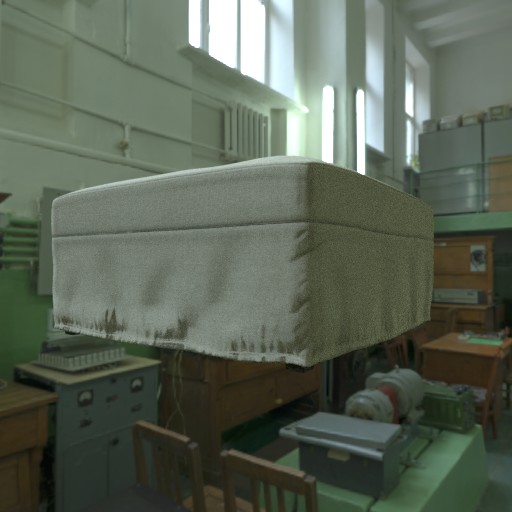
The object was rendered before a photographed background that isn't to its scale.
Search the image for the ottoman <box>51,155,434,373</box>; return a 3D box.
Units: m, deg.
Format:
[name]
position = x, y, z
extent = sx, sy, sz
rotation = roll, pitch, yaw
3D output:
[ottoman]
position = 0.000, 0.000, 1.321
extent = 0.840, 0.436, 0.843
rotation = -1, -1, 35
